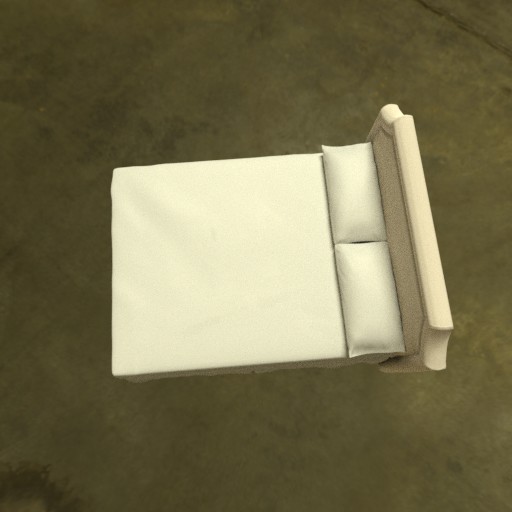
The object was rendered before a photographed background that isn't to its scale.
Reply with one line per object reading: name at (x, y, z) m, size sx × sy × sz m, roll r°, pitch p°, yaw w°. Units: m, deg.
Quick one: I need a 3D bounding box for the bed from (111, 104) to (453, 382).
bed at (0.000, 0.000, 3.270) m, size 2.164 × 1.297 × 1.828 m, roll -4°, pitch 75°, yaw -1°
